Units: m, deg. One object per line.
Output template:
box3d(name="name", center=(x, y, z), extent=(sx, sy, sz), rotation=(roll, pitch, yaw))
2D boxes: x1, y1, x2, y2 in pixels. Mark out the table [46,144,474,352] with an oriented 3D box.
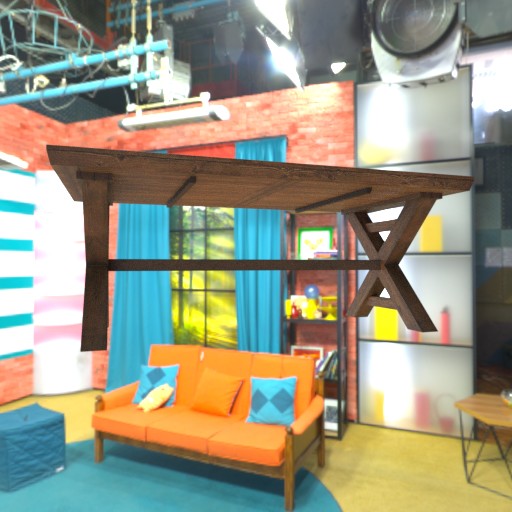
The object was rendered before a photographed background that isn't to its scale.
box3d(name="table", center=(0.000, 0.000, 2.435), extent=(1.966, 0.793, 1.071), rotation=(0, -1, -18))
